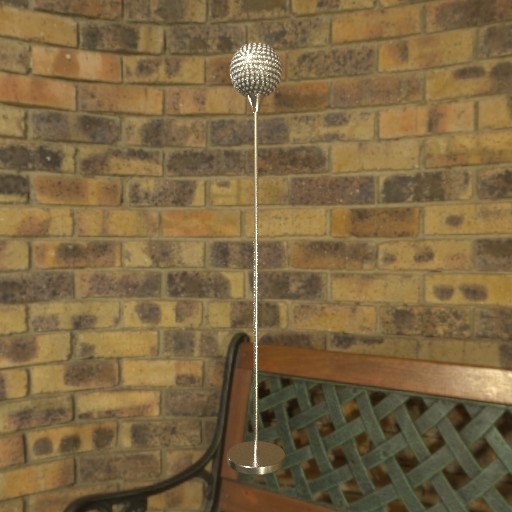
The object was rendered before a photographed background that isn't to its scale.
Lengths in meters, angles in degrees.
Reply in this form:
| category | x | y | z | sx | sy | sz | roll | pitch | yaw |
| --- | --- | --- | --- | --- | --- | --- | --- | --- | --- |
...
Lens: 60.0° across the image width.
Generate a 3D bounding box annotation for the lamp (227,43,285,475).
| category | x | y | z | sx | sy | sz | roll | pitch | yaw |
| --- | --- | --- | --- | --- | --- | --- | --- | --- | --- |
| lamp | 0.000 | 0.000 | 1.947 | 0.254 | 1.805 | 0.254 | 0 | 1 | 0 |
